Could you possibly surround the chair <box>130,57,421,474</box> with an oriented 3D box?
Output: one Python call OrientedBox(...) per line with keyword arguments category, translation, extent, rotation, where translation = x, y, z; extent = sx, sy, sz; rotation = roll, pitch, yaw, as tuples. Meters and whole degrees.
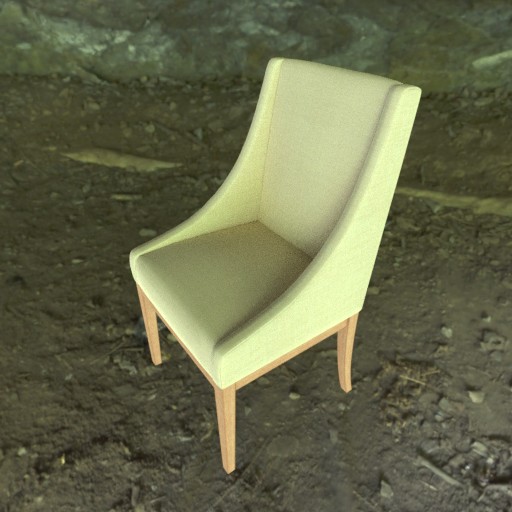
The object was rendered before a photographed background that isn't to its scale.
OrientedBox(category="chair", translation=(0.000, 0.000, 1.353), extent=(0.611, 1.021, 0.575), rotation=(-20, 38, -29))
